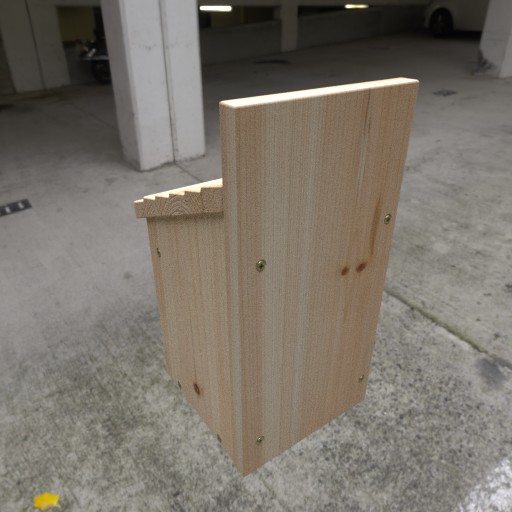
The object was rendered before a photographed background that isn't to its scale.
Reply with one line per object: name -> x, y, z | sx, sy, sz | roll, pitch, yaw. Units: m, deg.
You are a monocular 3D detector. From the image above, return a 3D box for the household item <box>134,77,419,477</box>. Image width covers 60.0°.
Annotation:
household item -> 0.000, 0.000, 0.392 | 0.149, 0.300, 0.171 | -19, 35, -30
